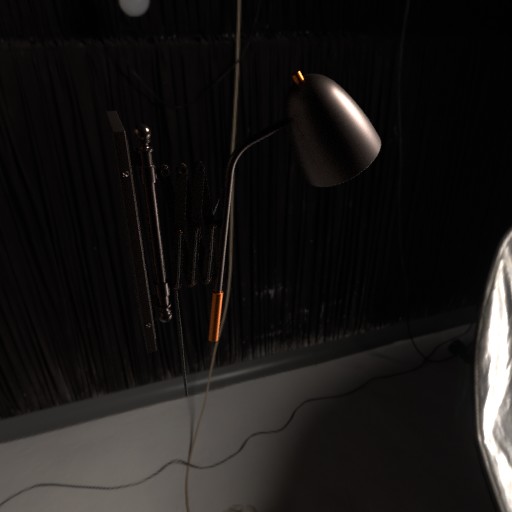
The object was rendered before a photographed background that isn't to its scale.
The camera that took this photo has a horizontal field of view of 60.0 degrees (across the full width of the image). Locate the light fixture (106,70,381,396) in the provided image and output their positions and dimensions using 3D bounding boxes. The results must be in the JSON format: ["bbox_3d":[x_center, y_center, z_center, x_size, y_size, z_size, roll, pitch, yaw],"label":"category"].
[{"bbox_3d":[0.000,0.000,0.926,0.499,0.715,0.162,-10,31,-17],"label":"light fixture"}]
